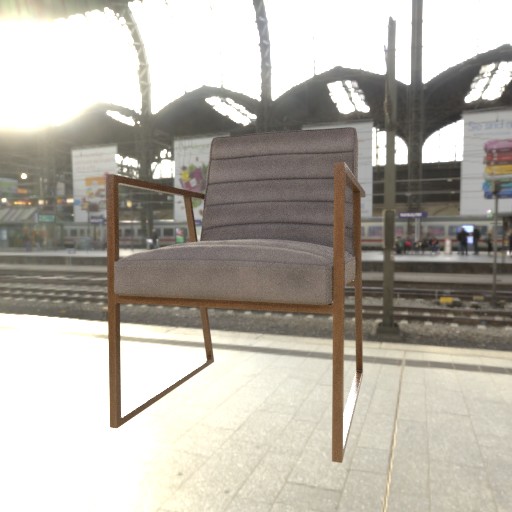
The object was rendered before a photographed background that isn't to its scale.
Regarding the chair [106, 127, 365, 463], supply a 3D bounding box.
[{"bbox_3d":[0.000,0.000,1.296,0.578,0.843,0.682,1,3,18],"label":"chair"}]
